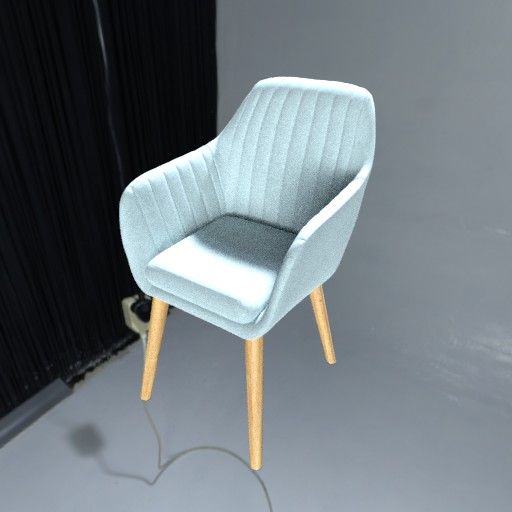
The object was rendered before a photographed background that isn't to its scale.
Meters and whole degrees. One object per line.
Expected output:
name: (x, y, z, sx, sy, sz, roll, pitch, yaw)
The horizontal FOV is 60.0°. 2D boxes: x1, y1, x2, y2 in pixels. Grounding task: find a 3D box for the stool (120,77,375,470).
stool: (0.000, 0.000, 1.203, 0.503, 0.830, 0.590, 19, 35, 29)
